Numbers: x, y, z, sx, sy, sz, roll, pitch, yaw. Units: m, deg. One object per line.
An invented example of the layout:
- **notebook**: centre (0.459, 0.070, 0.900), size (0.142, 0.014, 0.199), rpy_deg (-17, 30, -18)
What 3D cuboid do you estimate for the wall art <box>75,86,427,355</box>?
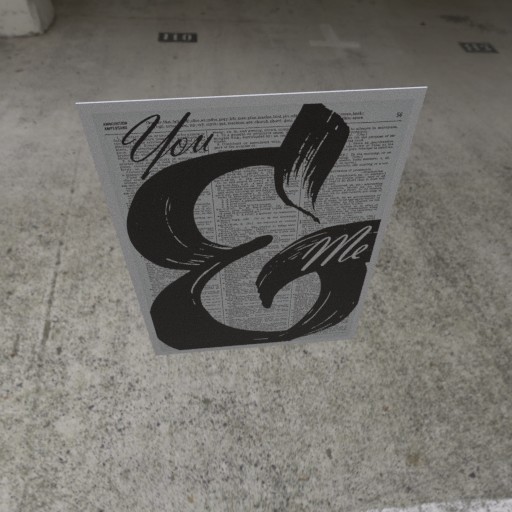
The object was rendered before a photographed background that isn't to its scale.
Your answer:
- **wall art**: centre (0.000, 0.000, 0.796), size (0.457, 0.609, 0.003), rpy_deg (-4, 47, -4)
